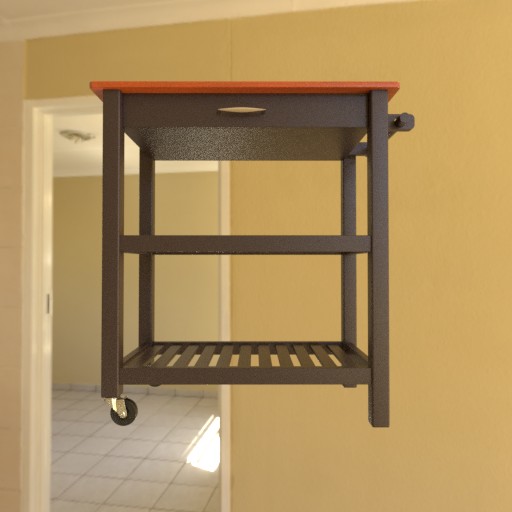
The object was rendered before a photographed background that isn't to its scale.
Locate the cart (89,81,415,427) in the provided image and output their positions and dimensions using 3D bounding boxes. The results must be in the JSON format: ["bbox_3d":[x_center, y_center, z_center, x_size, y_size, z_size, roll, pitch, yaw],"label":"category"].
[{"bbox_3d":[0.000,0.000,1.406,0.899,0.927,0.457,0,-1,0],"label":"cart"}]
